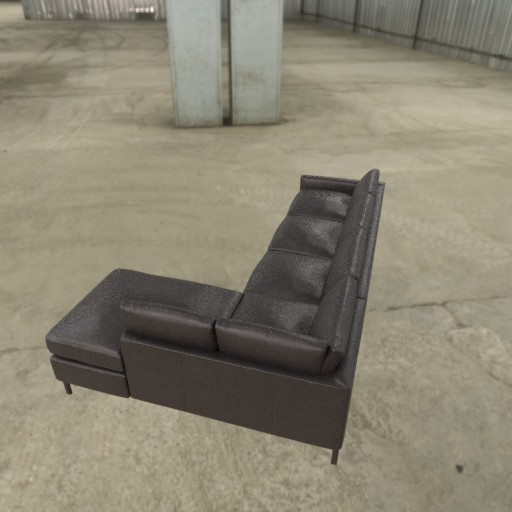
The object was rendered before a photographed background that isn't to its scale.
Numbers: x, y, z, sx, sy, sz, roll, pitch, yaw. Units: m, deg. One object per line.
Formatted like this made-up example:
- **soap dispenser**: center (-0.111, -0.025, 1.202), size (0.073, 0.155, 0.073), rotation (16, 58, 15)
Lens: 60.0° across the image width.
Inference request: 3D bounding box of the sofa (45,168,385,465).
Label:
- **sofa**: center (0.000, 0.000, 3.812), size (1.938, 0.877, 2.984), rotation (9, 33, 15)
